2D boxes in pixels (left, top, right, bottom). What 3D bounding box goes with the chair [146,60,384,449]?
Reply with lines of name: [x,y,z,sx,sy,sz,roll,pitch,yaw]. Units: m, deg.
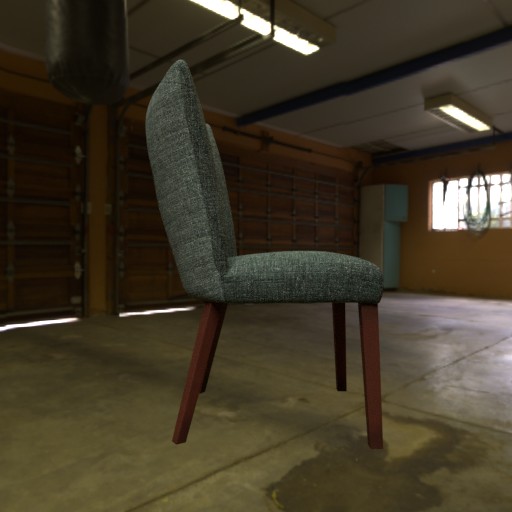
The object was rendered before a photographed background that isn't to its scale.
chair: [0.000,0.000,1.296,0.623,0.924,0.535,0,1,0]
